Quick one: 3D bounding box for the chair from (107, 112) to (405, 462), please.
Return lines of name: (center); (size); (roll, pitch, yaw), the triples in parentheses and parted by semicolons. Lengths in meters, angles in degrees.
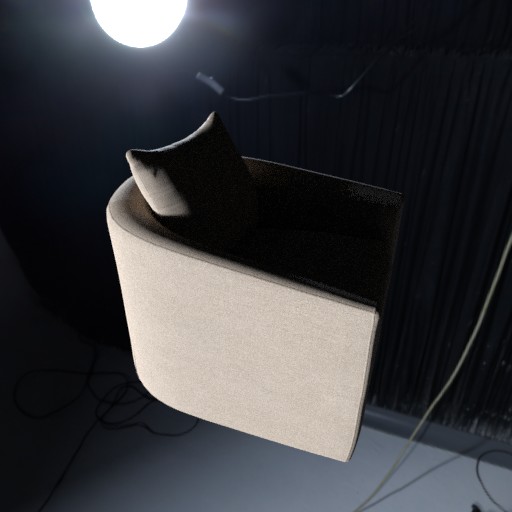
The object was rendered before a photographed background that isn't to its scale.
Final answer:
chair: (0.000, 0.000, 1.550); (0.910, 0.848, 0.845); (10, 30, 18)
